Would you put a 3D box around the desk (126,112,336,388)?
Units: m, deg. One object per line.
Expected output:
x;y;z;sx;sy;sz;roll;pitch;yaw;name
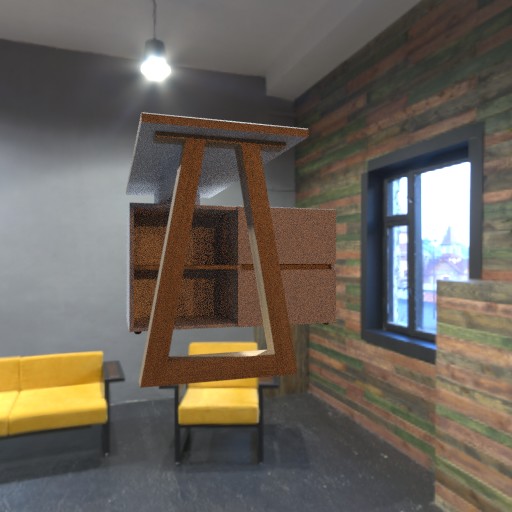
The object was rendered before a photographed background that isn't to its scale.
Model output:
0.000;0.000;2.017;1.098;0.755;1.404;0;0;-18;desk
